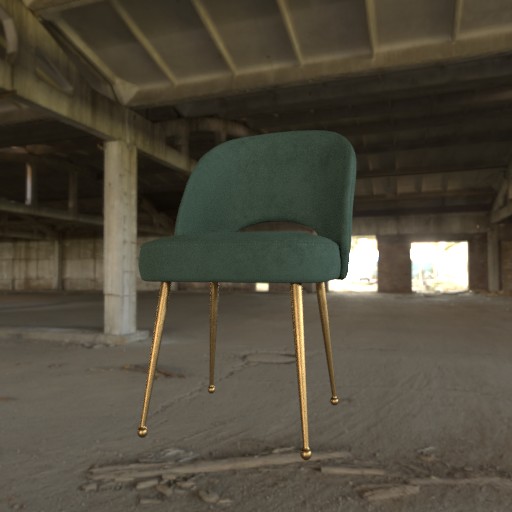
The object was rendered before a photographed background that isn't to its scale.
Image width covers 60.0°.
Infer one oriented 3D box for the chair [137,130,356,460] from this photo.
[{"bbox_3d":[0.000,0.000,1.226,0.527,0.860,0.577,-1,-2,18],"label":"chair"}]
